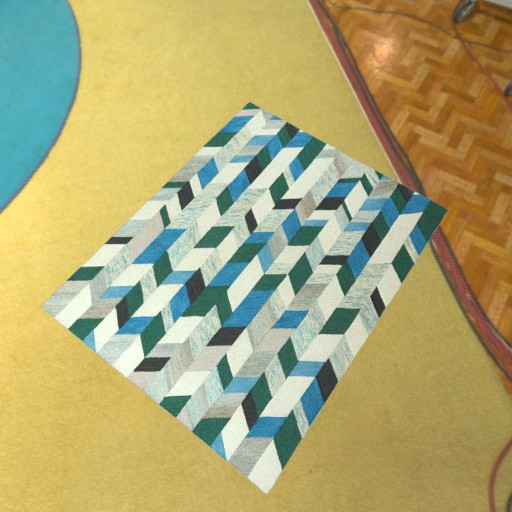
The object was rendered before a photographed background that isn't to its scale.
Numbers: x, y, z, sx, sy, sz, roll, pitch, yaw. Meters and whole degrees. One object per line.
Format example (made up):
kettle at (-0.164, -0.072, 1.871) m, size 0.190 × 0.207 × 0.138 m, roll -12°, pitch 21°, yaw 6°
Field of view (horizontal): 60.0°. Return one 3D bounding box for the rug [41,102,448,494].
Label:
rug at (0.000, 0.000, 4.086) m, size 2.440 × 0.008 × 3.036 m, roll 33°, pitch 68°, yaw 15°
